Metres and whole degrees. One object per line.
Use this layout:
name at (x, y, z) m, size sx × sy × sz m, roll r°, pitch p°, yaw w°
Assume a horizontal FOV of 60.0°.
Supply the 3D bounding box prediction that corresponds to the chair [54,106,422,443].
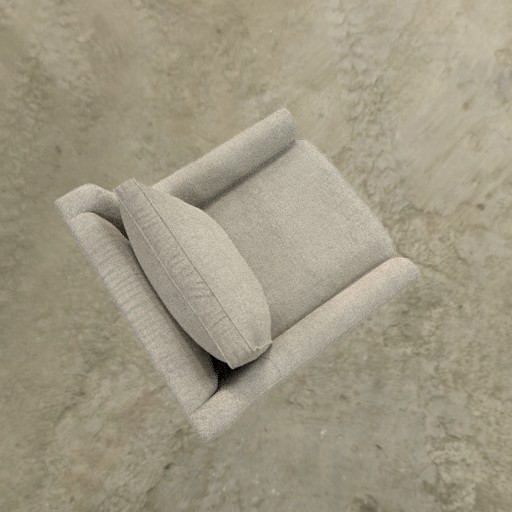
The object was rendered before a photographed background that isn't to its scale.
chair at (0.000, 0.000, 1.626) m, size 0.918 × 0.864 × 0.838 m, roll -34°, pitch 78°, yaw -9°
